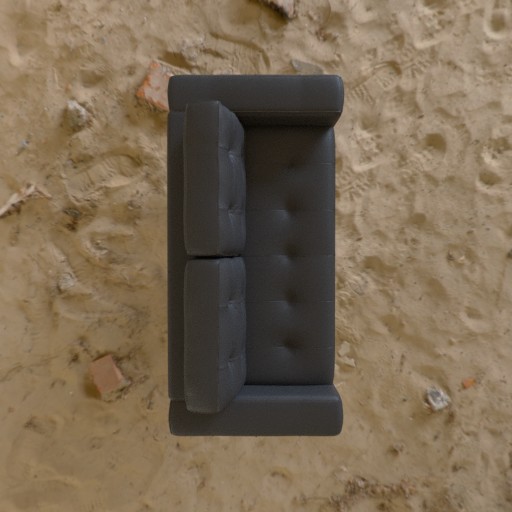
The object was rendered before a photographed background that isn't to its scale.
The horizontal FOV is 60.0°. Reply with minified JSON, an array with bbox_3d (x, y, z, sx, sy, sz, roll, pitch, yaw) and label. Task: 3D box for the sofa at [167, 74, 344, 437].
[{"bbox_3d":[0.000,0.000,2.258,0.833,0.893,1.726,0,91,0],"label":"sofa"}]
